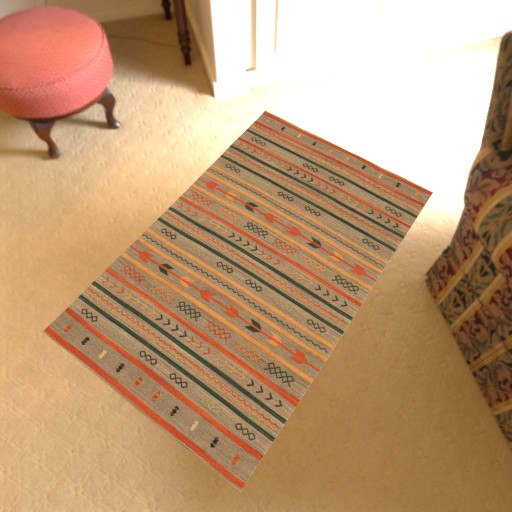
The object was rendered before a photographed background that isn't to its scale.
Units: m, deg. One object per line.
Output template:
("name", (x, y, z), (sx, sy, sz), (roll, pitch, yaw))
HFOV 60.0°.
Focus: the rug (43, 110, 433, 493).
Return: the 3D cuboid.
("rug", (0.000, 0.000, 3.037), (1.537, 0.029, 2.439), (31, 64, 17))
